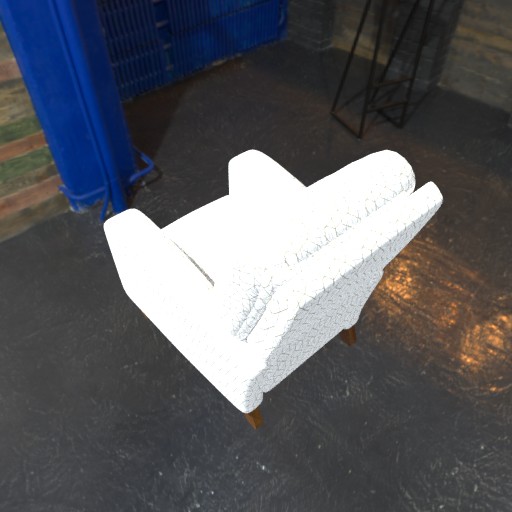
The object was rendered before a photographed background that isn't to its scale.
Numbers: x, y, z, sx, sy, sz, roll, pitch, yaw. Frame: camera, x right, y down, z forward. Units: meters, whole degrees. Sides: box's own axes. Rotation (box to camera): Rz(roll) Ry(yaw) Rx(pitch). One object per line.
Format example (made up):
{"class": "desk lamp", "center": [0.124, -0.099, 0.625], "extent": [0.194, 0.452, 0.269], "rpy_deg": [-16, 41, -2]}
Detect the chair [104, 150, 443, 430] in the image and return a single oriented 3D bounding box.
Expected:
{"class": "chair", "center": [0.000, 0.000, 1.750], "extent": [0.796, 1.064, 0.995], "rpy_deg": [-33, 55, -27]}
